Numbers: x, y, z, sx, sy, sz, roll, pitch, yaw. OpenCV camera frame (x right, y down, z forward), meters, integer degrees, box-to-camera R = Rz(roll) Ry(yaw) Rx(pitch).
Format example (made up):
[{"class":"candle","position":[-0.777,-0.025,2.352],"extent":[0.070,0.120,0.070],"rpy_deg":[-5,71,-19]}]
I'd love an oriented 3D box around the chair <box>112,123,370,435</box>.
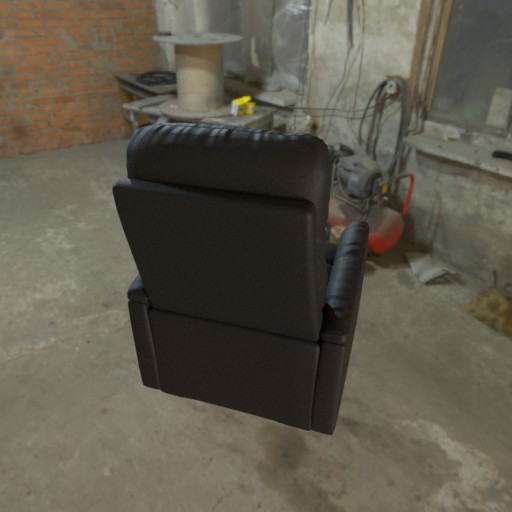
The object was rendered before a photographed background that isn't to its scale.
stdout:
[{"class":"chair","position":[0.000,0.000,1.640],"extent":[0.775,1.082,0.831],"rpy_deg":[9,32,15]}]
